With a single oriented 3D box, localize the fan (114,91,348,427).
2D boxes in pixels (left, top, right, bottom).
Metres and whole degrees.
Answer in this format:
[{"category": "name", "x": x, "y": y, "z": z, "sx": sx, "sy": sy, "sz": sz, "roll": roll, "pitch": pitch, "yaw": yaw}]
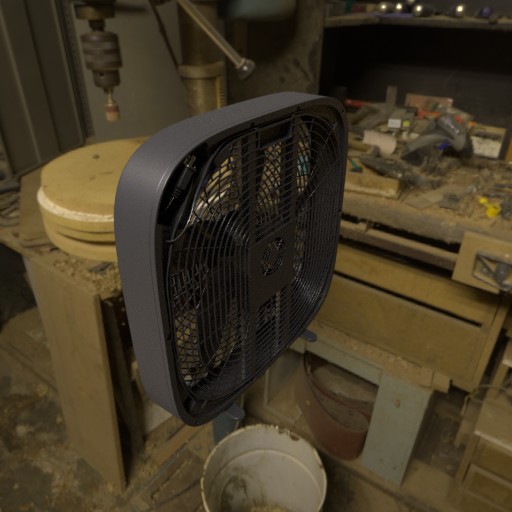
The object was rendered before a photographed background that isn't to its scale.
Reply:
[{"category": "fan", "x": 0.000, "y": 0.000, "z": 0.816, "sx": 0.142, "sy": 0.533, "sz": 0.526, "roll": 21, "pitch": 37, "yaw": 31}]
